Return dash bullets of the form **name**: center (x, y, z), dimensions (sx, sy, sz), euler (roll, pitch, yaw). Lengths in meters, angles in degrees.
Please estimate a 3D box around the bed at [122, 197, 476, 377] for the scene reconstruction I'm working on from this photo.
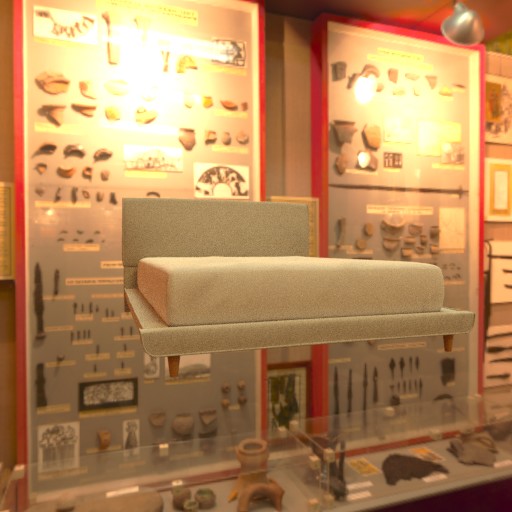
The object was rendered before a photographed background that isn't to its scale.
- **bed**: center (0.000, 0.000, 3.545), dimensions (1.980, 1.126, 2.498), euler (0, 1, -19)
